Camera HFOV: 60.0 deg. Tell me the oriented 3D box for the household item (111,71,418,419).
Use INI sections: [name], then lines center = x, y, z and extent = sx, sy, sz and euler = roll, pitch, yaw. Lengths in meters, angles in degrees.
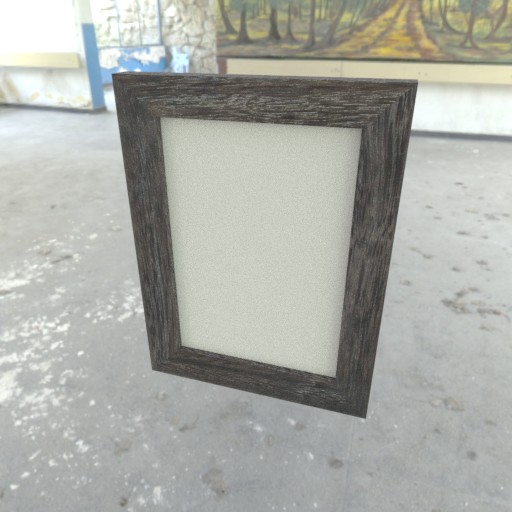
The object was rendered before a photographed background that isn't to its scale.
[household item]
center = 0.000, 0.000, 0.278
extent = 0.160, 0.210, 0.020
euler = 8, 28, 15
